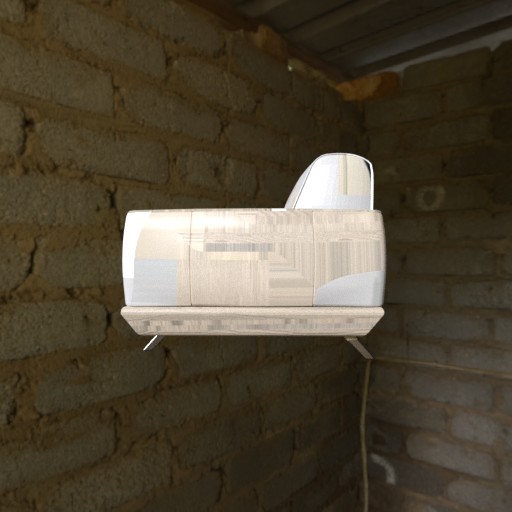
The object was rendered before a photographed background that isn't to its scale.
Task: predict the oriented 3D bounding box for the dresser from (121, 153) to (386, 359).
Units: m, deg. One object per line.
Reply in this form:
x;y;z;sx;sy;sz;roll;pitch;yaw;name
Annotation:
0.000;0.000;5.953;2.251;1.863;4.679;0;-1;1;dresser
